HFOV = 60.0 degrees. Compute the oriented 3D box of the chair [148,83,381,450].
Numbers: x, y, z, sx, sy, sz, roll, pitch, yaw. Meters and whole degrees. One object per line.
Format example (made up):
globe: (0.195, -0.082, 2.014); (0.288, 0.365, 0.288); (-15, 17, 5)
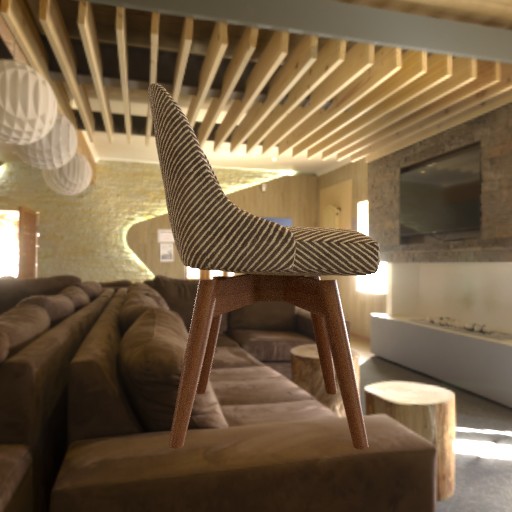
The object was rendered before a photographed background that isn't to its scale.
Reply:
chair: (0.000, 0.000, 1.237); (0.591, 0.883, 0.504); (0, -1, 1)
